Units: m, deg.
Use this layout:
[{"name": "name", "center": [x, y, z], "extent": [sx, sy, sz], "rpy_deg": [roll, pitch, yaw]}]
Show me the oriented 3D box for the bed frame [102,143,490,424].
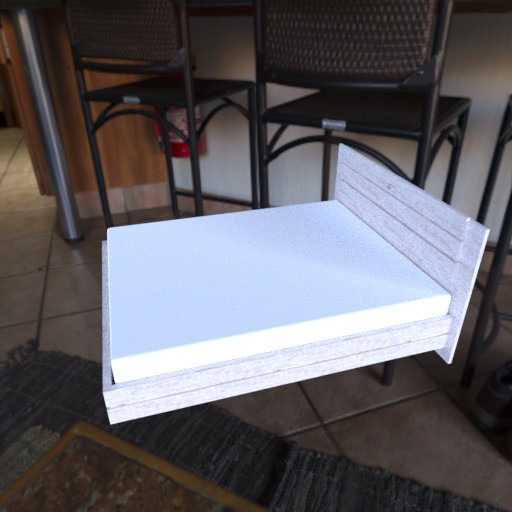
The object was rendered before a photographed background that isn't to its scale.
[{"name": "bed frame", "center": [0.000, 0.000, 3.062], "extent": [2.080, 0.970, 1.750], "rpy_deg": [-9, 31, -15]}]
